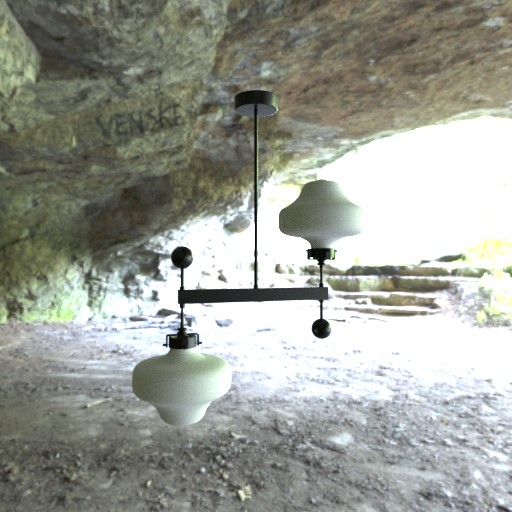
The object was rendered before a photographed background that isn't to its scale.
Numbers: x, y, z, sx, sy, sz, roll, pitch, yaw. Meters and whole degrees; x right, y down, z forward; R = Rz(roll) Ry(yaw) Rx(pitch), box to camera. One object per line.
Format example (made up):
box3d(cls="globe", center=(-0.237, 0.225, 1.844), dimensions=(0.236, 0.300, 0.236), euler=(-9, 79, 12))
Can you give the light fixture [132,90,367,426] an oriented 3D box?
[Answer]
box3d(cls="light fixture", center=(0.000, 0.000, 1.038), dimensions=(0.422, 0.743, 0.489), euler=(0, -1, 34))
